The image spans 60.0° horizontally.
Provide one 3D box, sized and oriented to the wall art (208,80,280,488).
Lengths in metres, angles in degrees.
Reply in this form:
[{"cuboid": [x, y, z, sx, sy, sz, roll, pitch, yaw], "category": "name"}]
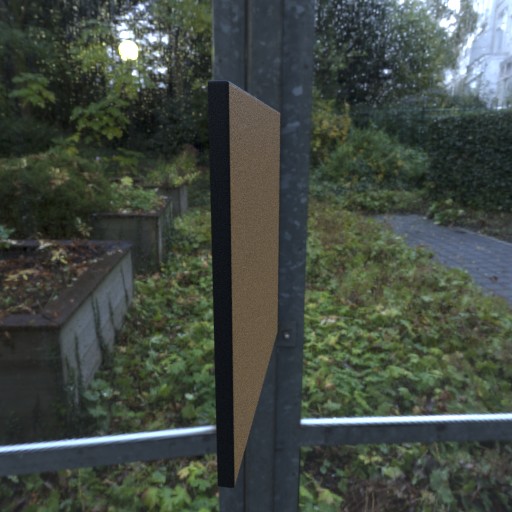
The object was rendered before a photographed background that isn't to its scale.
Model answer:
[{"cuboid": [0.000, 0.000, 0.688, 0.022, 0.453, 0.456, 2, 14, 9], "category": "wall art"}]
